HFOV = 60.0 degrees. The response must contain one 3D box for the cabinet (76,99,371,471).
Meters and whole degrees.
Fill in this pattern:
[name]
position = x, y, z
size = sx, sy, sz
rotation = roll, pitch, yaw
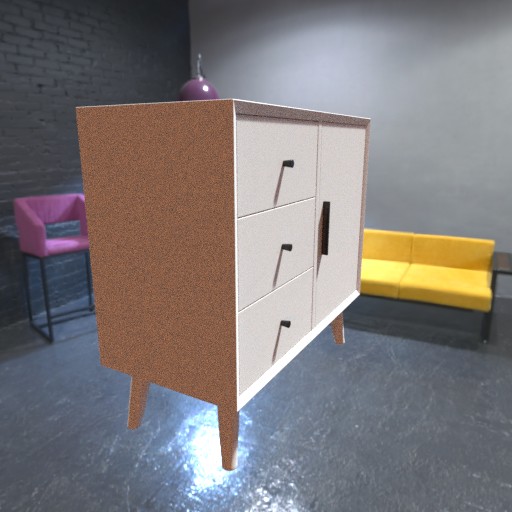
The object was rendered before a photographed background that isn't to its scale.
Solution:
[cabinet]
position = 0.000, 0.000, 1.247
size = 0.398, 0.761, 0.800
rotation = 8, 17, 29
